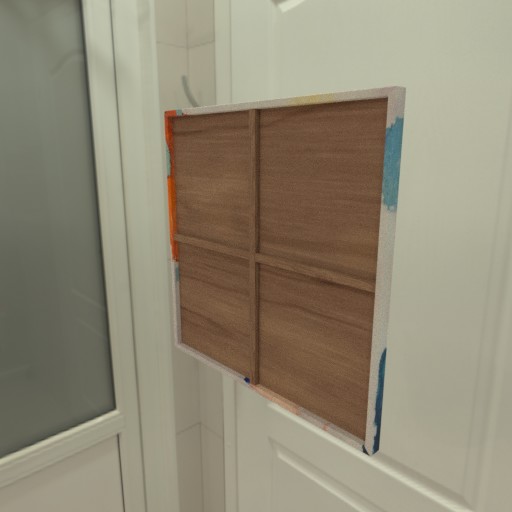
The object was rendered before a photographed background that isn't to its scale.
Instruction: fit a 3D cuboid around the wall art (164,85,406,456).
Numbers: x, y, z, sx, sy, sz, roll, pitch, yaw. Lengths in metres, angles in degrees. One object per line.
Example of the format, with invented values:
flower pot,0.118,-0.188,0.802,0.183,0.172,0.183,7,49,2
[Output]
wall art,0.000,0.000,1.233,0.037,0.814,0.814,-13,18,-42
